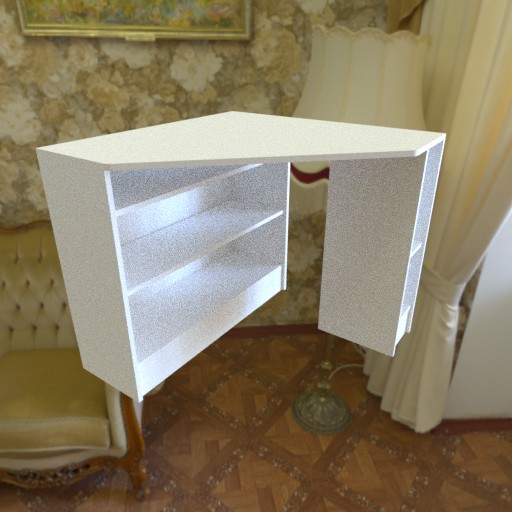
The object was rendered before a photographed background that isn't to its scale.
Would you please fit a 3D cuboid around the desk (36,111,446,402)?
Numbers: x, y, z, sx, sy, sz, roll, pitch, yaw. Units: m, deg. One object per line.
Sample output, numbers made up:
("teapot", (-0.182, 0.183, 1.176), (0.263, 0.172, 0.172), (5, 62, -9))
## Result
("desk", (0.000, 0.000, 1.588), (0.926, 0.818, 0.940), (17, 31, 31))
